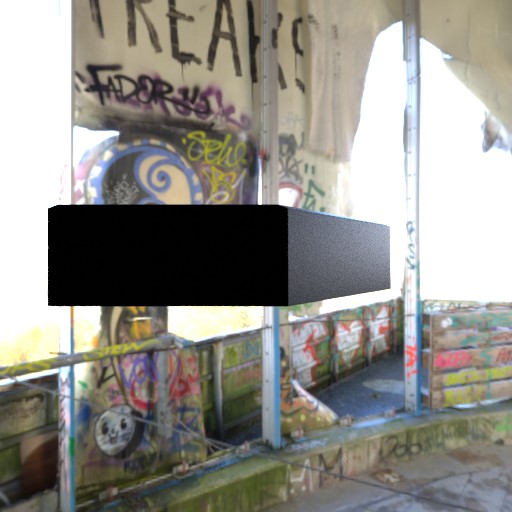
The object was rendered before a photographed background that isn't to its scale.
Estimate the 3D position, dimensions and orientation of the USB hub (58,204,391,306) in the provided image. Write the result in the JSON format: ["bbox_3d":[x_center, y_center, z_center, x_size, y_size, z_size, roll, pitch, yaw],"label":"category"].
[{"bbox_3d":[0.000,0.000,0.128,0.044,0.023,0.110,0,0,36],"label":"USB hub"}]
